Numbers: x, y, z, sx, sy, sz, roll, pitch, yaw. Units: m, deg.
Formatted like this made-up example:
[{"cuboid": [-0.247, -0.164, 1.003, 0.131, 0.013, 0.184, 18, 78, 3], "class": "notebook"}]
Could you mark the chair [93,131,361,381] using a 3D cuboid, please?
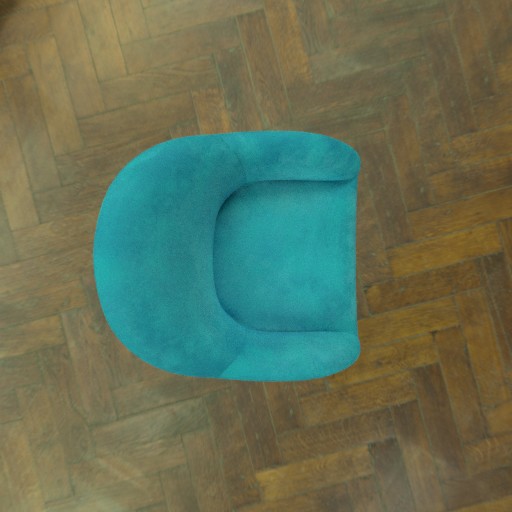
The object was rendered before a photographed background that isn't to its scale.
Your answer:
[{"cuboid": [0.000, 0.000, 1.174, 0.590, 0.795, 0.550, 0, 90, 0], "class": "chair"}]
